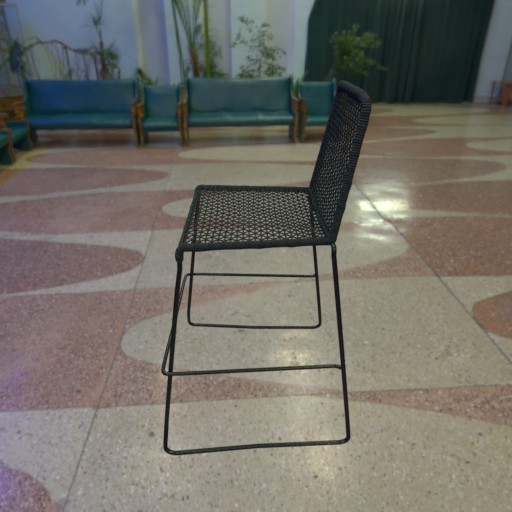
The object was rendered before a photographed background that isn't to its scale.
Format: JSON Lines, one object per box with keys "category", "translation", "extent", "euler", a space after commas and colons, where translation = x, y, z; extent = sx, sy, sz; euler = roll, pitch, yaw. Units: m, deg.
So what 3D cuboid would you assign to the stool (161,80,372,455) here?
{"category": "stool", "translation": [0.000, 0.000, 1.249], "extent": [0.509, 0.905, 0.590], "euler": [-1, 27, -1]}
